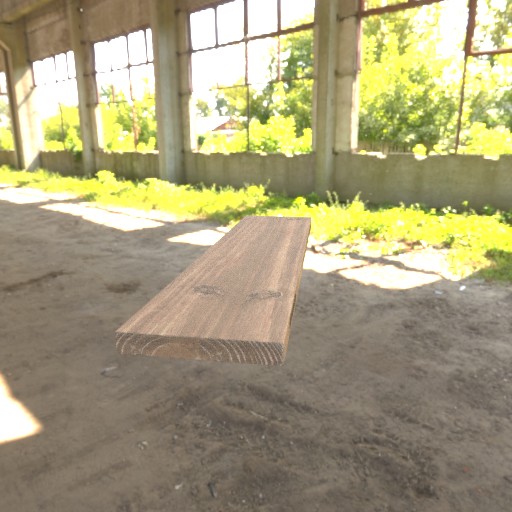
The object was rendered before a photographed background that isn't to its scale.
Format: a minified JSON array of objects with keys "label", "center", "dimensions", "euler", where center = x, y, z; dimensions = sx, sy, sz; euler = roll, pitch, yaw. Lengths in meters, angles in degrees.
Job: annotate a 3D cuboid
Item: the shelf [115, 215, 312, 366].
[{"label":"shelf","center":[0.000,0.000,0.650],"dimensions":[0.140,0.020,0.610],"euler":[2,15,9]}]
